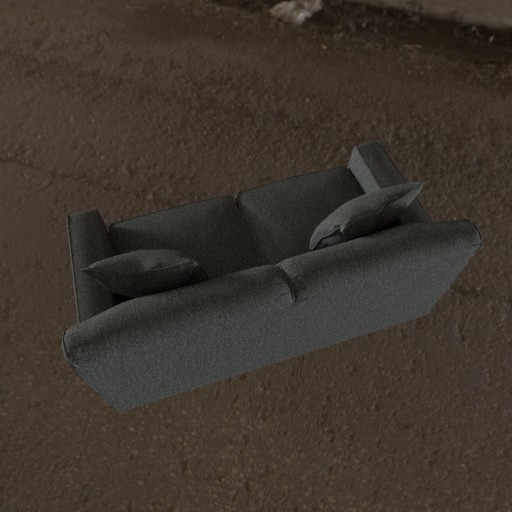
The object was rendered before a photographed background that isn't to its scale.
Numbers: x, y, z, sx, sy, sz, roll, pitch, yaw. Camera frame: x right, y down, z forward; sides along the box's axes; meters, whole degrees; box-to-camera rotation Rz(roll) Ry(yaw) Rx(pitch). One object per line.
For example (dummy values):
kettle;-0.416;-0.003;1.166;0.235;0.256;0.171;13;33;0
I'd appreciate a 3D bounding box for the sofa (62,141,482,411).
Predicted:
sofa;0.000;0.000;2.405;1.846;0.958;0.998;-15;59;-9
